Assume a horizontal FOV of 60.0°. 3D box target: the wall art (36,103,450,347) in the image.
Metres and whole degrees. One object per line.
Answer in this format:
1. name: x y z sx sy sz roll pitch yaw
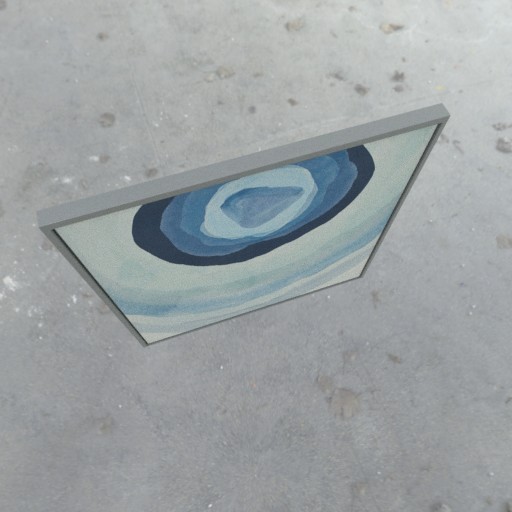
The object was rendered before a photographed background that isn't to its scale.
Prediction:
1. wall art: 0.000 0.000 1.195 0.809 0.807 0.038 -17 65 -8
